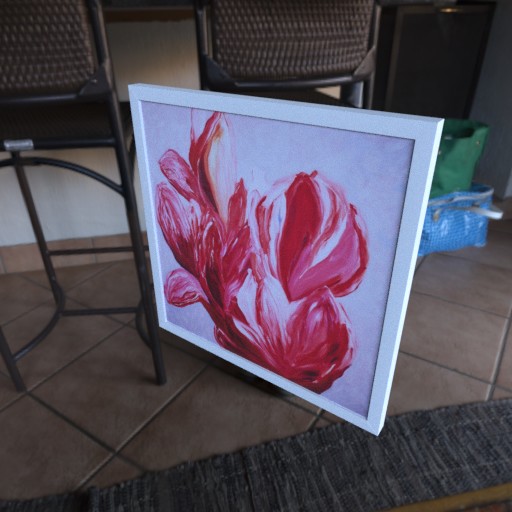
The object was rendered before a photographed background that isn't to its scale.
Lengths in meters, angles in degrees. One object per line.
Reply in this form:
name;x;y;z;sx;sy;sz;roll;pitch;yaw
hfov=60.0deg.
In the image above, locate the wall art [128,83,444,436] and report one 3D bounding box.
wall art;0.000;0.000;0.669;0.455;0.453;0.023;19;34;30
